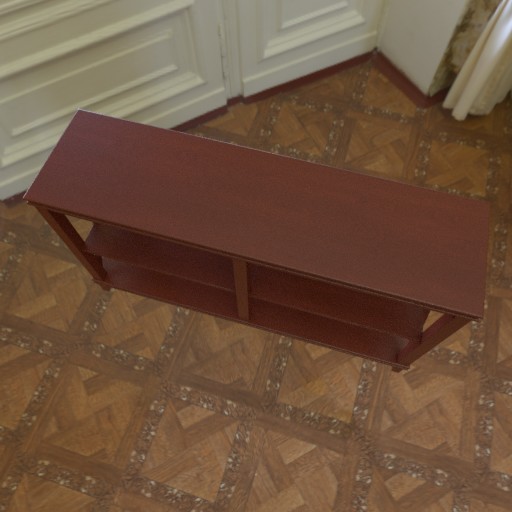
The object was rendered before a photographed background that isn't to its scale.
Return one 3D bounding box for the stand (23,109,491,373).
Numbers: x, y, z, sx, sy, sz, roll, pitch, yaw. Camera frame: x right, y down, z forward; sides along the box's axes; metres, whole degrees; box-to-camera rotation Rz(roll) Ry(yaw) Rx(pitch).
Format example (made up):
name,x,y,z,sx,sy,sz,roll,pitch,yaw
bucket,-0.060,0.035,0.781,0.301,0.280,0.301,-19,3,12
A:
name,x,y,z,sx,sy,sz,roll,pitch,yaw
stand,0.000,0.000,1.686,1.372,0.762,0.381,15,65,7
